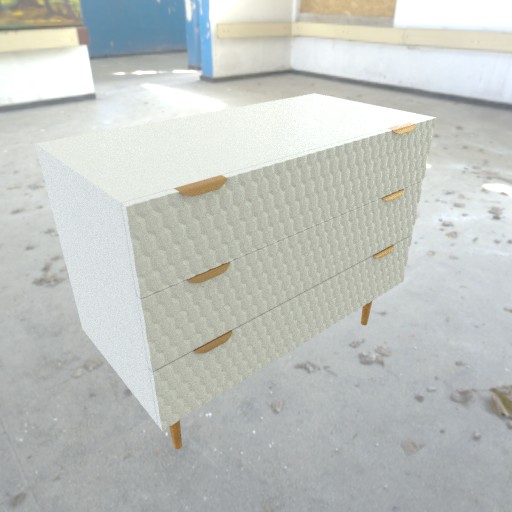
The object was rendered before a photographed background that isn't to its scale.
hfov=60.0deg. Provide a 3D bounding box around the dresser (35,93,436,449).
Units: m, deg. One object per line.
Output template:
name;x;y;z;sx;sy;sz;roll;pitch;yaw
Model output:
dresser;0.000;0.000;1.273;0.905;0.721;0.457;-23;38;-34
